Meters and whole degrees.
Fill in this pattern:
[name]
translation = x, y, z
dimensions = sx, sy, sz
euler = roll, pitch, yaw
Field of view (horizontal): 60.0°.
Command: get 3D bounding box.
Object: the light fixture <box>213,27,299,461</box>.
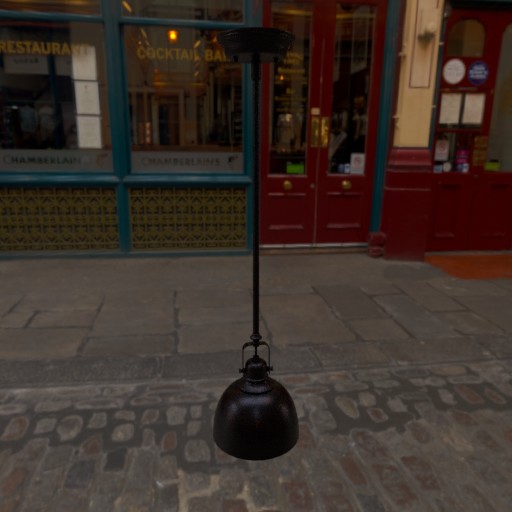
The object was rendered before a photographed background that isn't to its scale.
[light fixture]
translation = 0.000, 0.000, 0.848
dimensions = 0.182, 0.768, 0.182
euler = -2, 14, -8
